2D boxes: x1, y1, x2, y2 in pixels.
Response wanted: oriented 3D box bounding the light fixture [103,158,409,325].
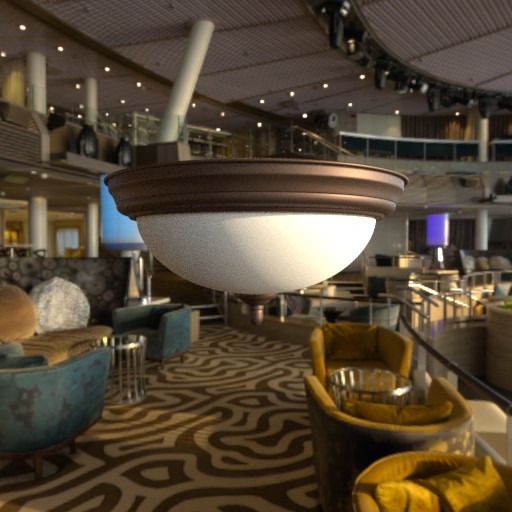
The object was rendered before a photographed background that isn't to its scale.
[{"bbox_3d":[0.000,0.000,0.430,0.280,0.135,0.280,0,1,0],"label":"light fixture"}]
